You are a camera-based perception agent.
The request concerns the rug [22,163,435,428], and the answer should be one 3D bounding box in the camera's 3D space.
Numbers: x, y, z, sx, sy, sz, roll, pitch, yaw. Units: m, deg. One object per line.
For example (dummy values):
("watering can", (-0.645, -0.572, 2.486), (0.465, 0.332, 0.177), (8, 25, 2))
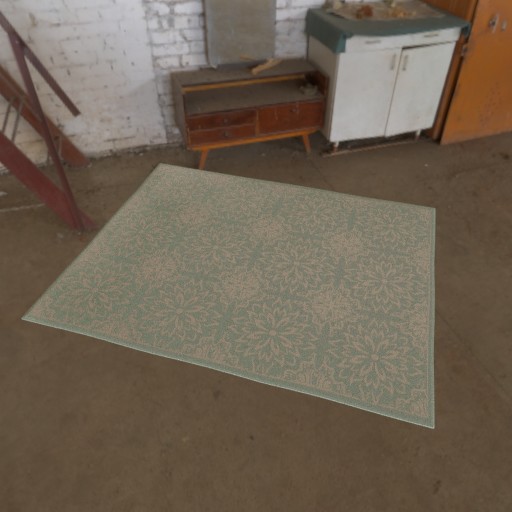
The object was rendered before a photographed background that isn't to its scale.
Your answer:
("rug", (0.000, 0.000, 3.854), (2.980, 0.012, 2.363), (11, 44, 12))
